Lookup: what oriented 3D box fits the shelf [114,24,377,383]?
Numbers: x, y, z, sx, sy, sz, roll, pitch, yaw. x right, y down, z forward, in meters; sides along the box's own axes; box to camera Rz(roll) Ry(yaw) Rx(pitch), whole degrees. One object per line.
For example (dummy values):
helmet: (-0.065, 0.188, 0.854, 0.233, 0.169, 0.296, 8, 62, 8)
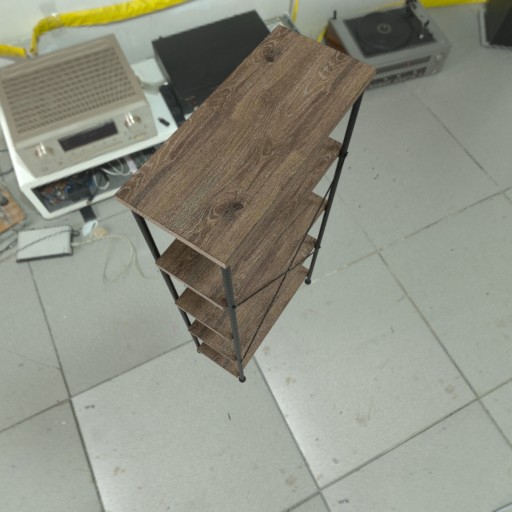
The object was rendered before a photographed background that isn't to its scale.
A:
shelf: (0.000, 0.000, 2.028, 0.360, 1.700, 0.800, 31, 68, 14)
